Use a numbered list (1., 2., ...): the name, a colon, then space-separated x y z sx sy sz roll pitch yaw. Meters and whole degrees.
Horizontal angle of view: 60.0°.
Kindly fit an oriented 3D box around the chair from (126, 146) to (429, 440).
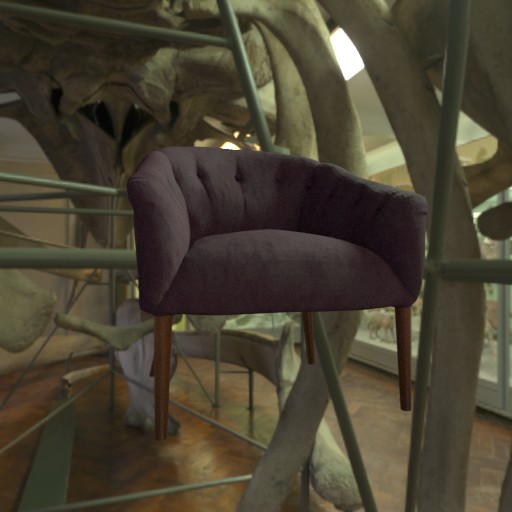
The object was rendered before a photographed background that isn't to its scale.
1. chair: 0.000 0.000 1.497 0.851 0.885 0.776 0 -1 -17
